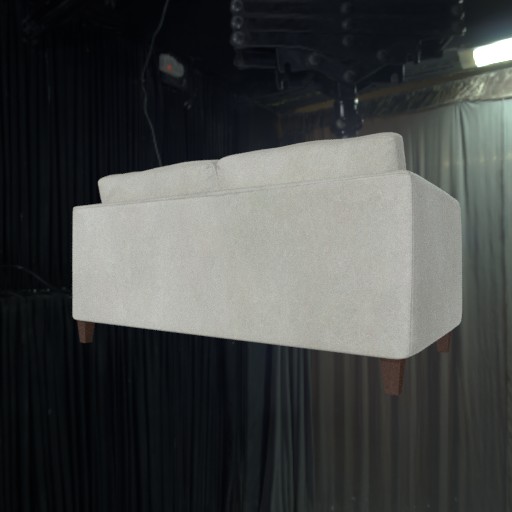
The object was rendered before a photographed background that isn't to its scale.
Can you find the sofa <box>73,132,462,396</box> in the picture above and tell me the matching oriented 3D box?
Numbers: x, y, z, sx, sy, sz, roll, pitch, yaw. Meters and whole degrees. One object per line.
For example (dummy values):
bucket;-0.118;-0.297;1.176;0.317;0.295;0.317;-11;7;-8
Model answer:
sofa;0.000;0.000;2.302;1.846;0.940;0.950;0;-1;34
